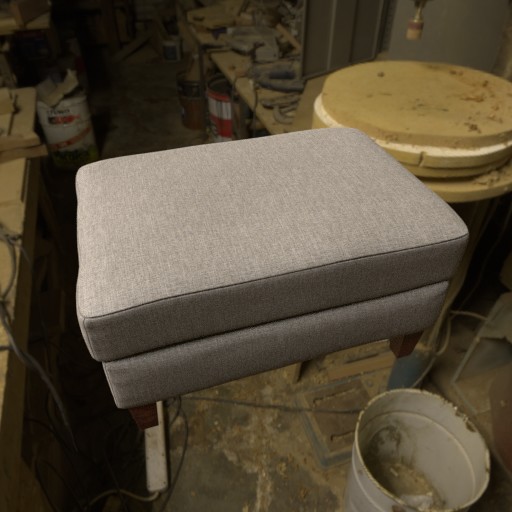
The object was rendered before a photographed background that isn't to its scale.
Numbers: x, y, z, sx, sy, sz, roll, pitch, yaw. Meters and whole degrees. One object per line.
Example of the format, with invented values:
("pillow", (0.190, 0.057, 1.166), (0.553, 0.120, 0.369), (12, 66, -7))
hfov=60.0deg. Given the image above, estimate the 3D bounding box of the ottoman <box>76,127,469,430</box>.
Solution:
("ottoman", (0.000, 0.000, 1.234), (0.873, 0.494, 0.639), (-11, 42, -13))
